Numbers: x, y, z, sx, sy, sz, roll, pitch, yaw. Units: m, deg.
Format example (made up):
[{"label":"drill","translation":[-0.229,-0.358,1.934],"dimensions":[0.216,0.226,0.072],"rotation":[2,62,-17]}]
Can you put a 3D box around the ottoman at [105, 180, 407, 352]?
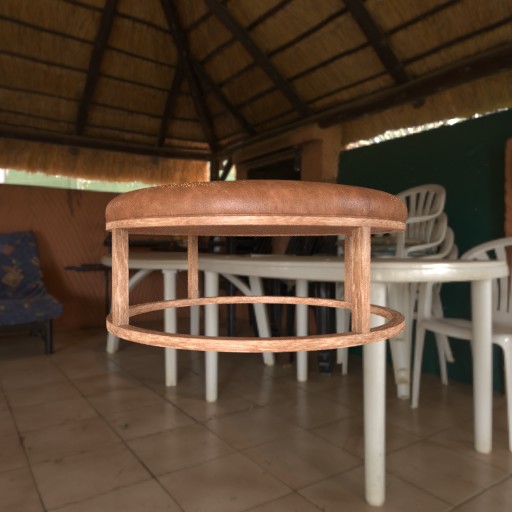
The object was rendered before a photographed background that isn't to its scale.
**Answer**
[{"label":"ottoman","translation":[0.000,0.000,1.557],"dimensions":[1.006,0.445,1.006],"rotation":[0,1,0]}]
